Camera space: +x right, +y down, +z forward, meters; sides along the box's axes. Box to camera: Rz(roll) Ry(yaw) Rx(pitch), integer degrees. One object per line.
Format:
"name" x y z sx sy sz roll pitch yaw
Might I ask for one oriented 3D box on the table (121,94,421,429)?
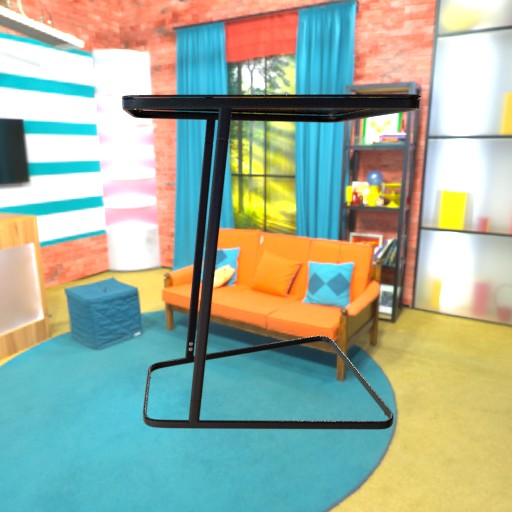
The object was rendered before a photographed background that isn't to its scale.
"table" 0.000 0.000 0.959 0.500 0.624 0.427 -2 14 -10
